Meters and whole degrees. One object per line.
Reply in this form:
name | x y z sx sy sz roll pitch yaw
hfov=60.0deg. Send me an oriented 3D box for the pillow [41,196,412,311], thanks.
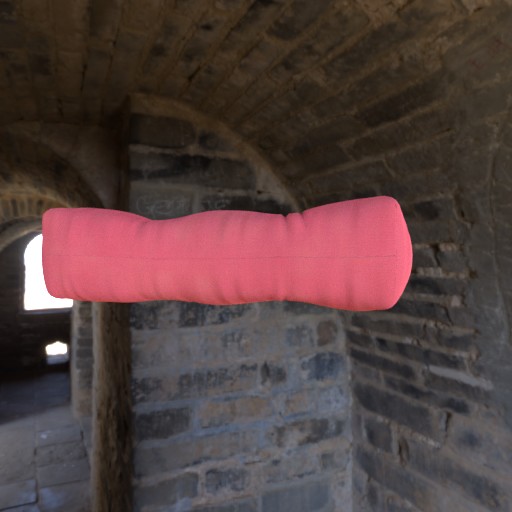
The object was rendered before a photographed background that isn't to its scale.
pillow | 0.000 0.000 0.732 0.468 0.128 0.490 0 0 17
